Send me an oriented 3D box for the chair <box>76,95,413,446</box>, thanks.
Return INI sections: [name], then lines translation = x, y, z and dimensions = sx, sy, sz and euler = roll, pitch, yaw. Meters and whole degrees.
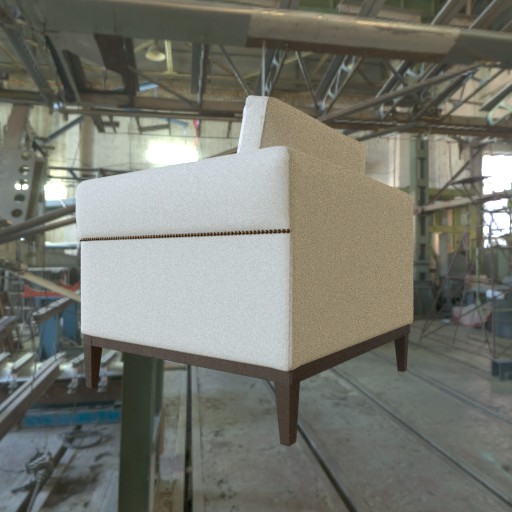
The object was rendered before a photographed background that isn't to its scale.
[chair]
translation = 0.000, 0.000, 1.669
dimensions = 0.896, 0.915, 0.982
euler = 0, 0, 36
